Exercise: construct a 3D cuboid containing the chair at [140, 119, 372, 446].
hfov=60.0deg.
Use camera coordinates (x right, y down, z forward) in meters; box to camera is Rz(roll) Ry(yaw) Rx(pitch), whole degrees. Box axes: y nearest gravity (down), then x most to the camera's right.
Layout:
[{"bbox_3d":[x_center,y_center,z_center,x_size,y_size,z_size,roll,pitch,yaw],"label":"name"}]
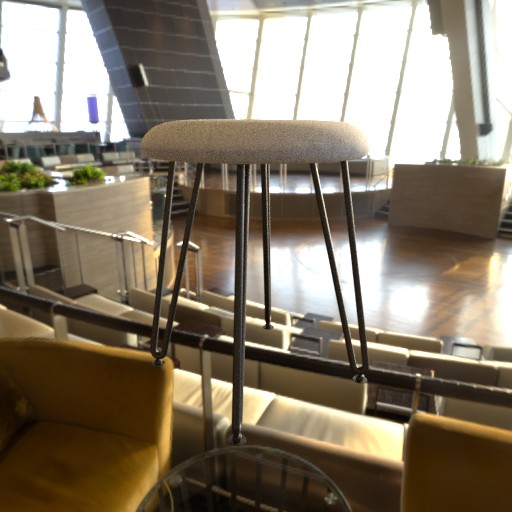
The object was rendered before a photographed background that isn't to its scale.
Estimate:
[{"bbox_3d":[0.000,0.000,0.655,0.350,0.386,0.350,2,17,8],"label":"chair"}]
